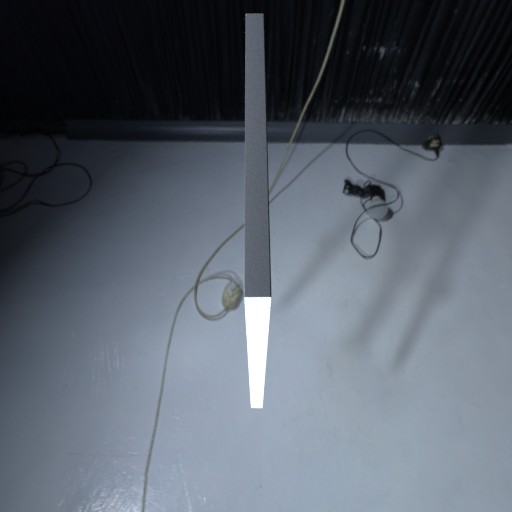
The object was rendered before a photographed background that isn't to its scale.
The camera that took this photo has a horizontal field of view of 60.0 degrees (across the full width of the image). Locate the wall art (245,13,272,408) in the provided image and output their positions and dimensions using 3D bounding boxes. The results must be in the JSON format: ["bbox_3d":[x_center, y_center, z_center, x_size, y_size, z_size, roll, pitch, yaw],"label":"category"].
[{"bbox_3d":[0.000,0.000,0.760,0.025,0.608,0.405,0,62,0],"label":"wall art"}]
